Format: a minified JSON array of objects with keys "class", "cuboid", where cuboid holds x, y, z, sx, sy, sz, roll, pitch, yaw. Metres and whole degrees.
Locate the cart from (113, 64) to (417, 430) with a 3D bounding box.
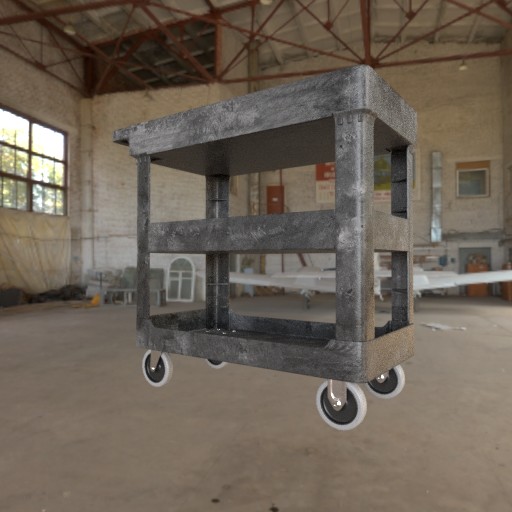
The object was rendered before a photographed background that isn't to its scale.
[{"class":"cart","cuboid":[0.000,0.000,1.369,0.877,0.824,0.420,-1,-1,35]}]
